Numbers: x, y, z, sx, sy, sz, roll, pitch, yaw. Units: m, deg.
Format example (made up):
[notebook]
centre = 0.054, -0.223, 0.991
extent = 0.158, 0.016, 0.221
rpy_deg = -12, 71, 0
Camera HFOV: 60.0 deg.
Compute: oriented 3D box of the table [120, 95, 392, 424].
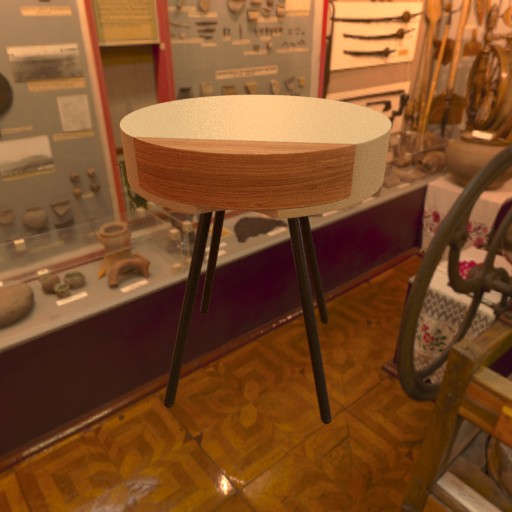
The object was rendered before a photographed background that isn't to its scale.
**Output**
[table]
centre = 0.000, 0.000, 0.857
extent = 0.450, 0.525, 0.450
rpy_deg = 0, 29, 0
